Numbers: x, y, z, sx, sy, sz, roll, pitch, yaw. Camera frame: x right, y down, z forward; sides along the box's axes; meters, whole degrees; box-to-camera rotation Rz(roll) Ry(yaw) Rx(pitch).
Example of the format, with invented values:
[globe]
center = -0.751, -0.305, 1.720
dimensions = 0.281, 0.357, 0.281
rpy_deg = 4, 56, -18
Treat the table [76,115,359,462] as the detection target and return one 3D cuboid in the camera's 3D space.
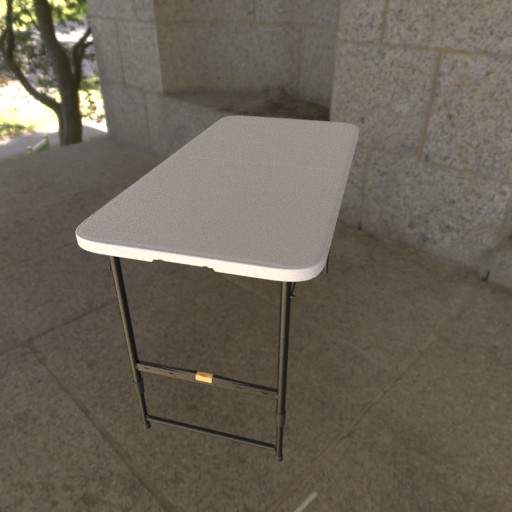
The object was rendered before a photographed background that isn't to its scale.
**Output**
[table]
center = 0.000, 0.000, 1.675
dimensions = 0.611, 0.737, 1.245
rpy_deg = 8, 32, 13
